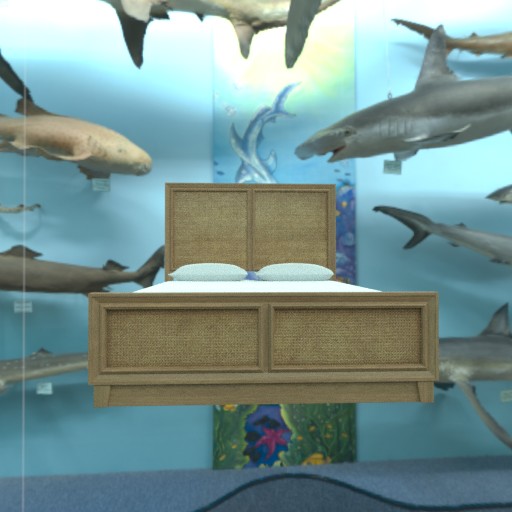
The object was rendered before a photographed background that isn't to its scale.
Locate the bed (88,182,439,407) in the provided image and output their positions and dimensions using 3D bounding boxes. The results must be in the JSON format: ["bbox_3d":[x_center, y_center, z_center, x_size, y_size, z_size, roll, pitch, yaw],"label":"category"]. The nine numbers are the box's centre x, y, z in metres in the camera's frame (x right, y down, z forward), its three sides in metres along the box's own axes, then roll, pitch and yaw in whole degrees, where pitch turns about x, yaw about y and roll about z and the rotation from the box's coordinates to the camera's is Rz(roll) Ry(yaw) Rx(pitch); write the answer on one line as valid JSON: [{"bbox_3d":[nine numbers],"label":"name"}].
[{"bbox_3d":[0.000,0.000,3.122,1.606,1.387,2.184,0,-1,-3],"label":"bed"}]
